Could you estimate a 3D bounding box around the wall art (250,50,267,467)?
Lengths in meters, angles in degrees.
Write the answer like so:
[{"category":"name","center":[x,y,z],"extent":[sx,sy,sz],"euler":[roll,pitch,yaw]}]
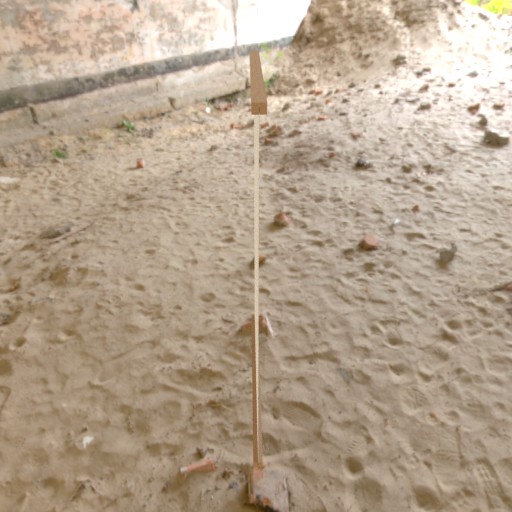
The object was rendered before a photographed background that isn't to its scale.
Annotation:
[{"category":"wall art","center":[0.000,0.000,1.923],"extent":[0.040,1.510,0.991],"euler":[-1,32,-1]}]
